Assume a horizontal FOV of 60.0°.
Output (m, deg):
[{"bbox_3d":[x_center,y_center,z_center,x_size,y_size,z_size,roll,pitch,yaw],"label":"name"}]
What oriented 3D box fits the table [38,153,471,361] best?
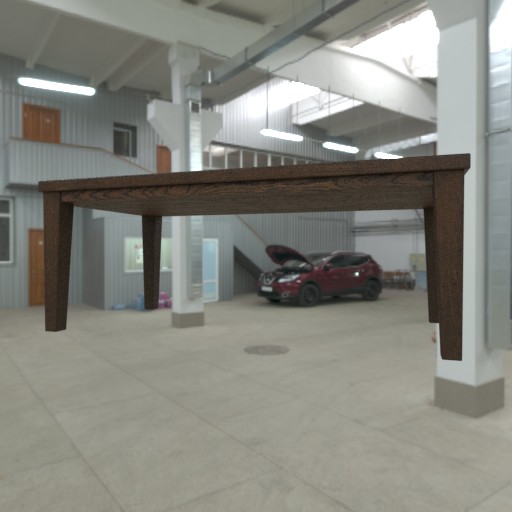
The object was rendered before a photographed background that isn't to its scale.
[{"bbox_3d":[0.000,0.000,2.404,1.981,0.762,1.016,0,1,19],"label":"table"}]
